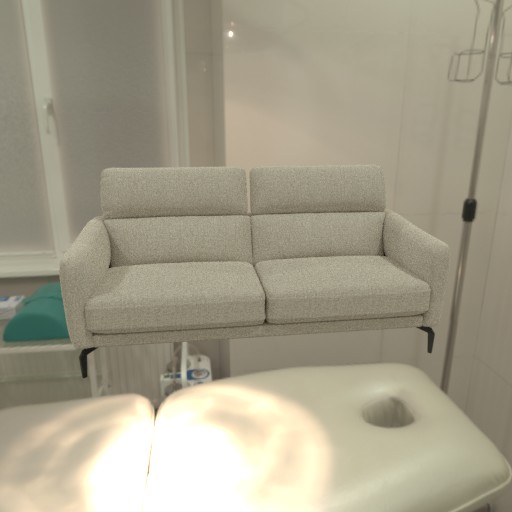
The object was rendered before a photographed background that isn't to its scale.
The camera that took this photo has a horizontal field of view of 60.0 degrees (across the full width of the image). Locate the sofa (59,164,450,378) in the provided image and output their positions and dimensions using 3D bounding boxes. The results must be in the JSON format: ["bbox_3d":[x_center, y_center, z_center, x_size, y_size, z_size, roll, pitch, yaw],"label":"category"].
[{"bbox_3d":[0.000,0.000,2.569,2.015,0.956,0.856,-2,17,-7],"label":"sofa"}]
